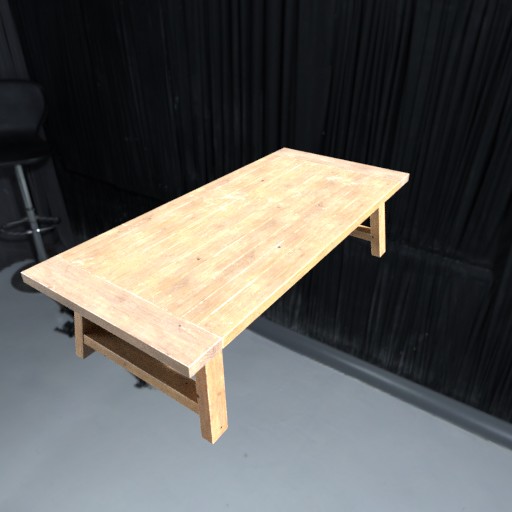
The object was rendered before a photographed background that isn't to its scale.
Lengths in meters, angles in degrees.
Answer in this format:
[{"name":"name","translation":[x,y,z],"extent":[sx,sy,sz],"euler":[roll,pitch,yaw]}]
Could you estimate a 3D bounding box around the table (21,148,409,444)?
[{"name":"table","translation":[0.000,0.000,2.154],"extent":[0.820,0.465,1.800],"euler":[20,36,30]}]
